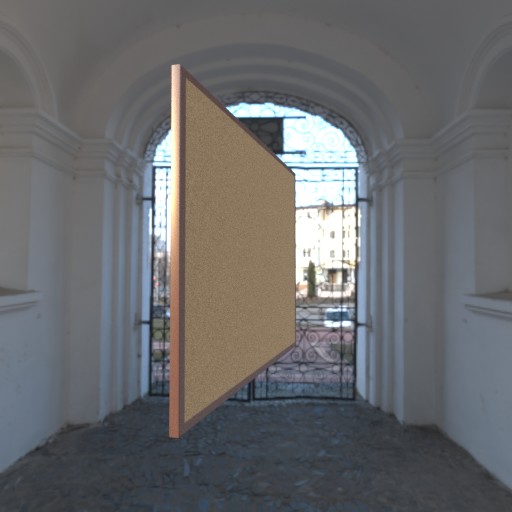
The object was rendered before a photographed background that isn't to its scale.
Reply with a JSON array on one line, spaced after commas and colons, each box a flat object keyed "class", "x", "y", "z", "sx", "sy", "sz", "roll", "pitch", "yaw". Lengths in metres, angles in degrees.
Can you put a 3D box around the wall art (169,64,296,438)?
[{"class": "wall art", "x": 0.000, "y": 0.000, "z": 0.855, "sx": 0.014, "sy": 0.455, "sz": 0.660, "roll": 0, "pitch": -2, "yaw": 17}]
